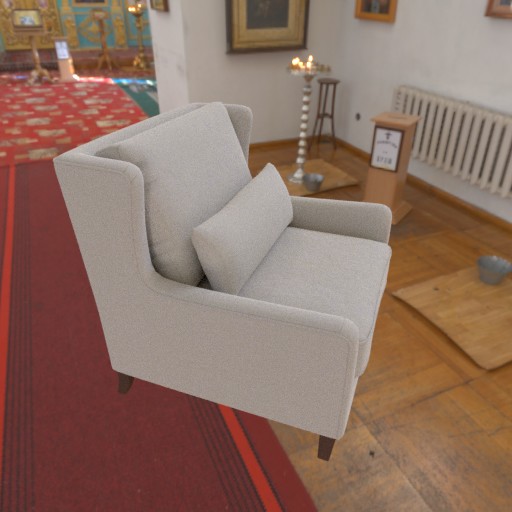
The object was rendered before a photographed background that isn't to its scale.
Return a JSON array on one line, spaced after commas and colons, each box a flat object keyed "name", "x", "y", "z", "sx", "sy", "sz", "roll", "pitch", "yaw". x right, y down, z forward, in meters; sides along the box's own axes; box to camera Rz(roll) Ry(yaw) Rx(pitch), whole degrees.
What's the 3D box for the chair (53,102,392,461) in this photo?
[{"name": "chair", "x": 0.000, "y": 0.000, "z": 1.831, "sx": 1.040, "sy": 1.056, "sz": 0.982, "roll": 11, "pitch": 32, "yaw": 18}]
